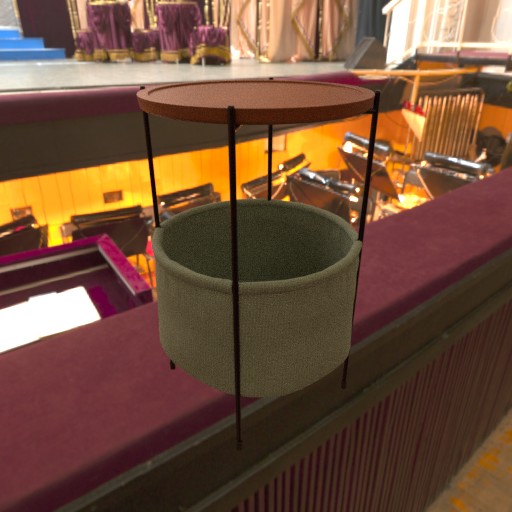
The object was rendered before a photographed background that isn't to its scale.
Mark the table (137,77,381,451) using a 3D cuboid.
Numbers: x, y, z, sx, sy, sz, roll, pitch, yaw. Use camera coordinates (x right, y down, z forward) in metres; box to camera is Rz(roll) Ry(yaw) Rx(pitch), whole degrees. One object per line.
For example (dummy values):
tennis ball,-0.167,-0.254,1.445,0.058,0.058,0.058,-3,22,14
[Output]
table,0.000,0.000,0.875,0.400,0.623,0.400,-18,32,-32
